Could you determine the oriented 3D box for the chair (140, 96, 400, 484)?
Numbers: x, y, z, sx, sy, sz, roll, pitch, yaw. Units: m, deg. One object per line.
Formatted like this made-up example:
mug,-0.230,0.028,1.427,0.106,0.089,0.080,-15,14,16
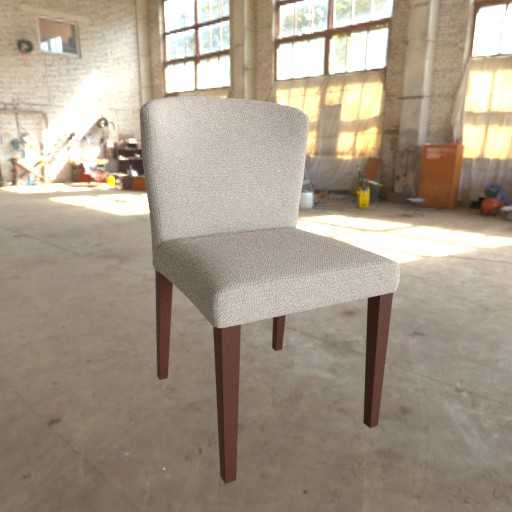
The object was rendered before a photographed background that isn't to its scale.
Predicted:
chair,0.000,0.000,1.173,0.491,0.839,0.589,-8,16,-27
